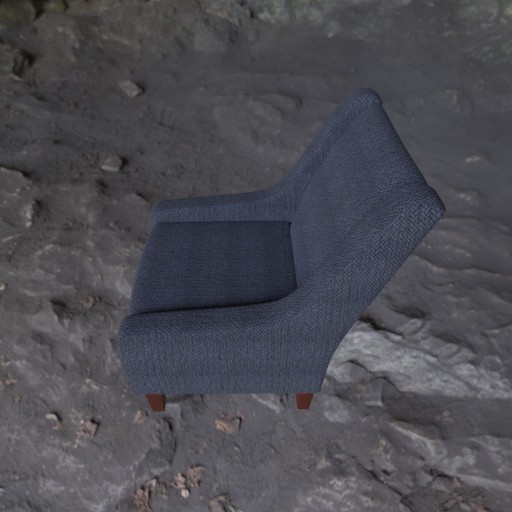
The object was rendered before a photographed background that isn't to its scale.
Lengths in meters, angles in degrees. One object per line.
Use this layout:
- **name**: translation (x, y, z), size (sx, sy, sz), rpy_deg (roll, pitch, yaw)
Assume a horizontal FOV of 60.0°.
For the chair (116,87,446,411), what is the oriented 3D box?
- **chair**: translation (0.000, 0.000, 1.700), size (0.944, 1.012, 0.793), rpy_deg (-1, 41, -1)
